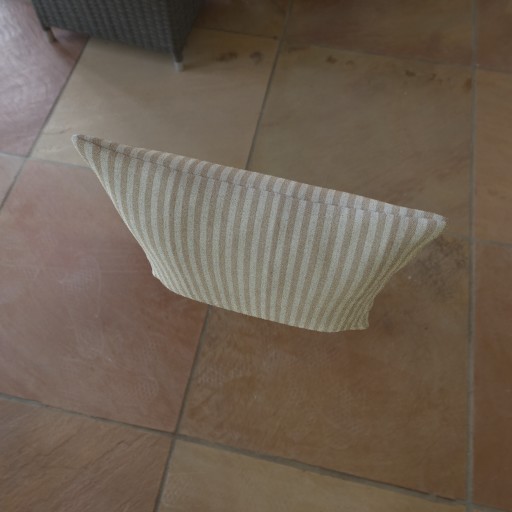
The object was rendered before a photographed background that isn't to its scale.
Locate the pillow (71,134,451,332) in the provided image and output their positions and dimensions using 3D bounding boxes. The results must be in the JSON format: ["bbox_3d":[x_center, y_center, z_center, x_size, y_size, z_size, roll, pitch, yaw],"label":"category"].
[{"bbox_3d":[0.000,0.000,0.811,0.523,0.510,0.166,14,66,6],"label":"pillow"}]
